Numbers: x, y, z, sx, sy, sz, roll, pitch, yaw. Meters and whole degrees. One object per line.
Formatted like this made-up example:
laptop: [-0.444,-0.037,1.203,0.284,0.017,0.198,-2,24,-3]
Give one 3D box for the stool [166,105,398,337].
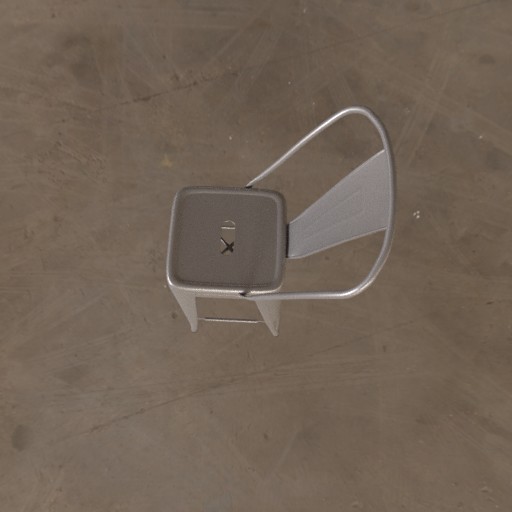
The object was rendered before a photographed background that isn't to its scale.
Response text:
stool: [0.000,0.000,1.330,0.513,1.096,0.399,3,75,1]
